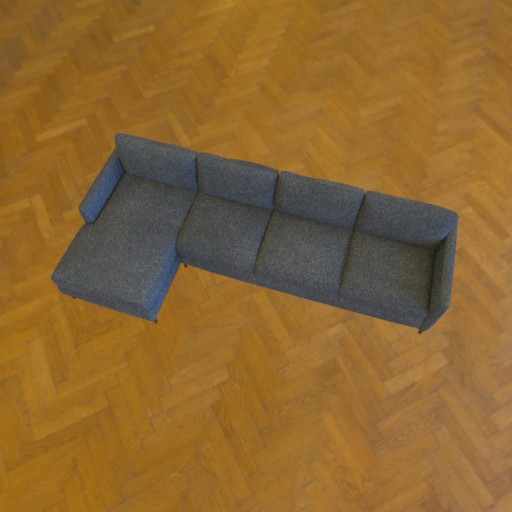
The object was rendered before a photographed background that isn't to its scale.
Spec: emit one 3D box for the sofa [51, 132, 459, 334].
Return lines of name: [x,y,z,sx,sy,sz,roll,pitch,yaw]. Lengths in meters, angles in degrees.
sofa: [0.000,0.000,3.496,2.932,0.810,1.350,15,61,8]
